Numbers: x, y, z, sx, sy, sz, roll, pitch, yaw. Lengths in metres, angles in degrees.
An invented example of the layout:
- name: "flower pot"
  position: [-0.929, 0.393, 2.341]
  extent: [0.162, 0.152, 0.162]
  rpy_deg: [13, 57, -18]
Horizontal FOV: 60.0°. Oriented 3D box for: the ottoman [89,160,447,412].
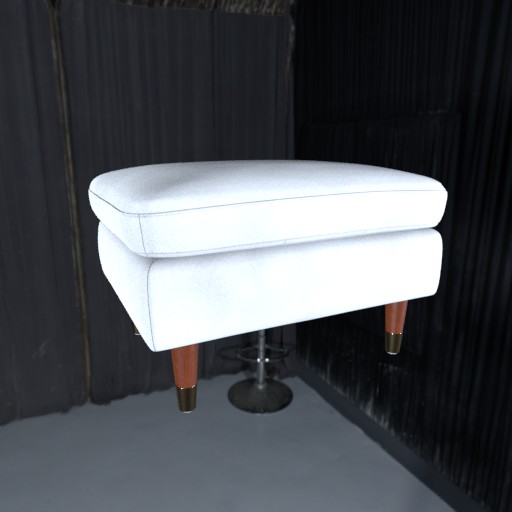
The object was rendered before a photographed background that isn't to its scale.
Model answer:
- name: "ottoman"
  position: [0.000, 0.000, 1.134]
  extent: [0.747, 0.478, 0.593]
  rpy_deg: [-7, 16, -26]
